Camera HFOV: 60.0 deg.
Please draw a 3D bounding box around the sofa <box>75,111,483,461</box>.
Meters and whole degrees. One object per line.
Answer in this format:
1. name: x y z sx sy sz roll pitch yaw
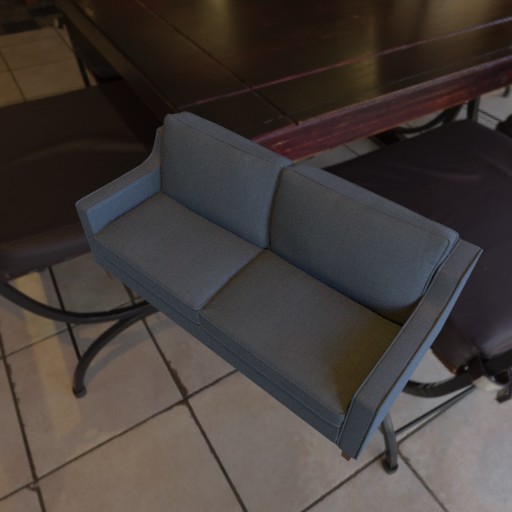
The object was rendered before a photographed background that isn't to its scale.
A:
1. sofa: 0.000 0.000 2.733 2.178 1.071 1.066 31 53 26
